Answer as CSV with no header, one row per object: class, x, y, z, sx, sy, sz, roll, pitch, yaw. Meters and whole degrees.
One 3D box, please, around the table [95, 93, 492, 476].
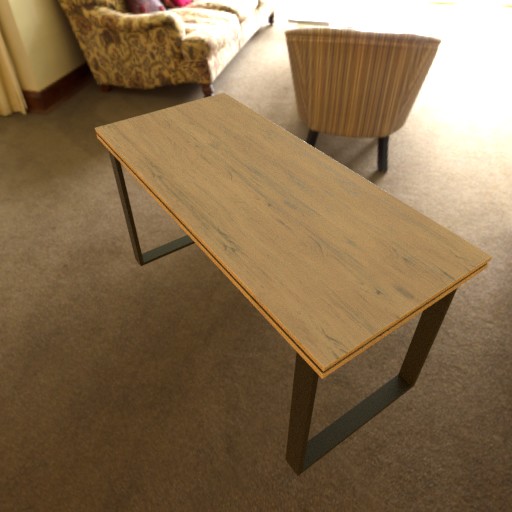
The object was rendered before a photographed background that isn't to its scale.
table,0.000,0.000,2.240,0.795,0.899,1.778,-25,48,-25
